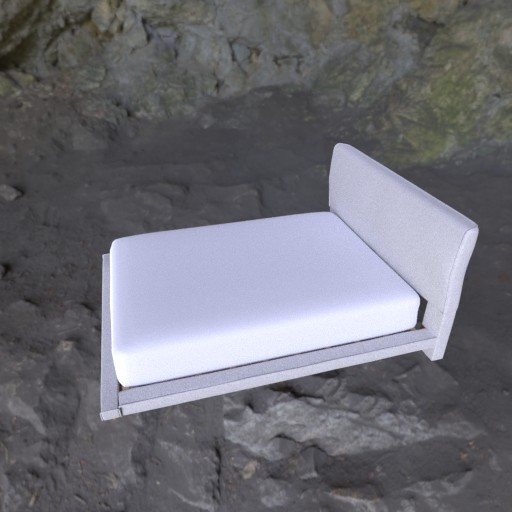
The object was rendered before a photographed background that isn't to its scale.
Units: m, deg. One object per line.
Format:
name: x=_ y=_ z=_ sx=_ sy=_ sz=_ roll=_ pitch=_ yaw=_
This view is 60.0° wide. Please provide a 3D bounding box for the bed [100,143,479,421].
bed: x=0.000 y=0.000 z=3.375 sx=2.368 sy=1.067 sz=1.840 roll=-8 pitch=32 yaw=-14
